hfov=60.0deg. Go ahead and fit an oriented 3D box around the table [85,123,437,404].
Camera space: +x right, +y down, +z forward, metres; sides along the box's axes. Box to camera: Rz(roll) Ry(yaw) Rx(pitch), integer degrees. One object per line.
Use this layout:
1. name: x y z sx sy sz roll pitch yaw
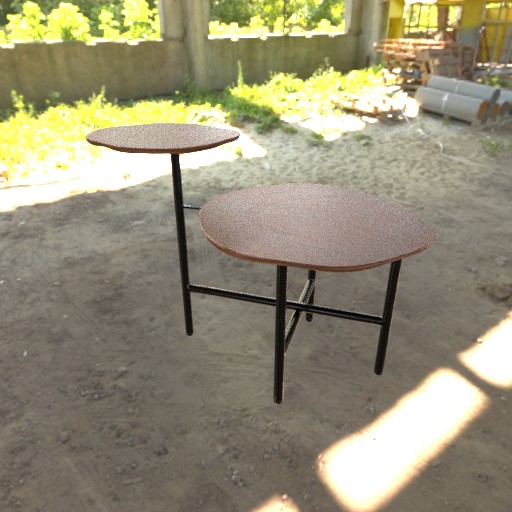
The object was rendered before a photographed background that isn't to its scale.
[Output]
1. table: 0.000 0.000 1.040 0.759 0.538 0.442 9 29 17
